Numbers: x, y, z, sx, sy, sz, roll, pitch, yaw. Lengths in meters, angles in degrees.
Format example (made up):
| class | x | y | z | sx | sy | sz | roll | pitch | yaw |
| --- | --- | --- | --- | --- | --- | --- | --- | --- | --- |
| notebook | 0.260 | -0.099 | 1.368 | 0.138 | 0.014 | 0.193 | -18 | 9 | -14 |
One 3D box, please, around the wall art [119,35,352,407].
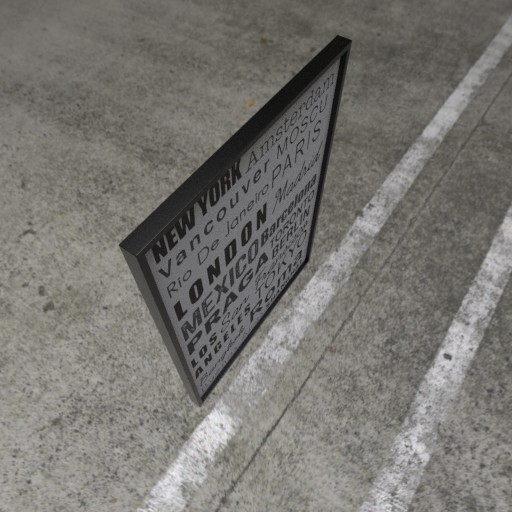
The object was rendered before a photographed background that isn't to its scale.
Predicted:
| class | x | y | z | sx | sy | sz | roll | pitch | yaw |
| --- | --- | --- | --- | --- | --- | --- | --- | --- | --- |
| wall art | 0.000 | 0.000 | 1.389 | 0.043 | 1.046 | 0.788 | 30 | 62 | 18 |
